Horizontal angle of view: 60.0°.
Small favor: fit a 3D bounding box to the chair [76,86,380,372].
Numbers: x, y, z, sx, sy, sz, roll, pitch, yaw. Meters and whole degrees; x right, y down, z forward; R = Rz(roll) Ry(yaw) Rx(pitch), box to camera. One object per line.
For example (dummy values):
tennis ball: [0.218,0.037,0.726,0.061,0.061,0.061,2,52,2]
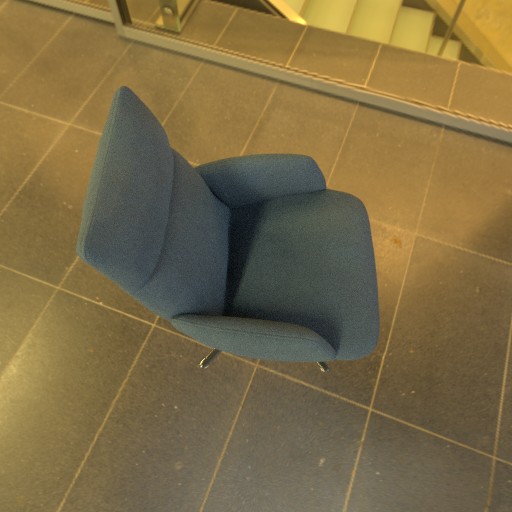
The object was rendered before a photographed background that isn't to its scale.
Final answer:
chair: [0.000,0.000,1.545,0.889,1.016,0.711,1,63,1]
